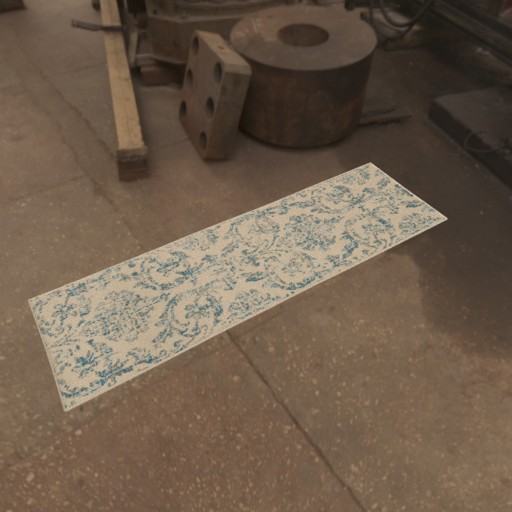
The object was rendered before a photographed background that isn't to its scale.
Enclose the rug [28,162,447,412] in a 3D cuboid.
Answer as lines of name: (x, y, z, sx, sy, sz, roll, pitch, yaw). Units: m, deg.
rug: (0.000, 0.000, 2.353, 2.196, 0.011, 0.662, -24, 51, -21)
